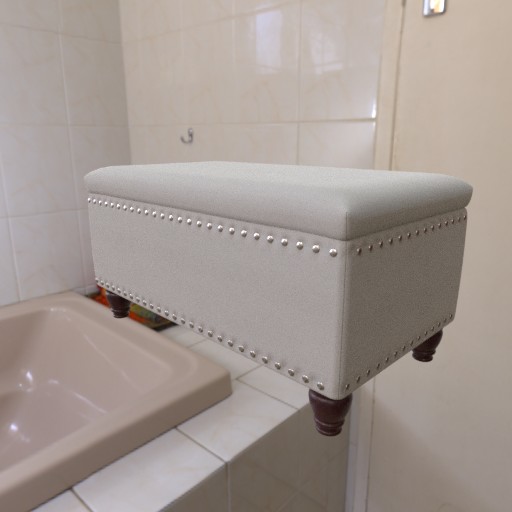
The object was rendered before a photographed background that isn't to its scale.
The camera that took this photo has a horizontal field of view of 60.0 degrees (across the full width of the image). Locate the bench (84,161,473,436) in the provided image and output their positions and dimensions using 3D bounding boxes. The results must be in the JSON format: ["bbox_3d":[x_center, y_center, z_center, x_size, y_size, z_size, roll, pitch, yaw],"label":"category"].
[{"bbox_3d":[0.000,0.000,1.170,0.887,0.449,0.500,14,21,43],"label":"bench"}]
